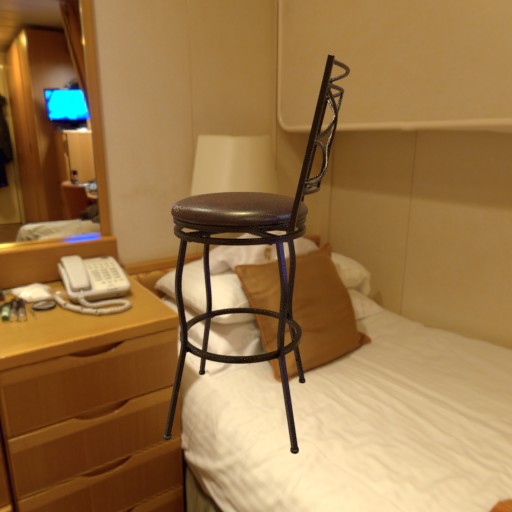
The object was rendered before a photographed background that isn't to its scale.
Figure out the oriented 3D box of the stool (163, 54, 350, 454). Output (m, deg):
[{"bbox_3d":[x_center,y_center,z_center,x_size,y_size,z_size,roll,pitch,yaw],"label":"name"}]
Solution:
[{"bbox_3d":[0.000,0.000,1.428,0.534,1.117,0.434,2,15,9],"label":"stool"}]
